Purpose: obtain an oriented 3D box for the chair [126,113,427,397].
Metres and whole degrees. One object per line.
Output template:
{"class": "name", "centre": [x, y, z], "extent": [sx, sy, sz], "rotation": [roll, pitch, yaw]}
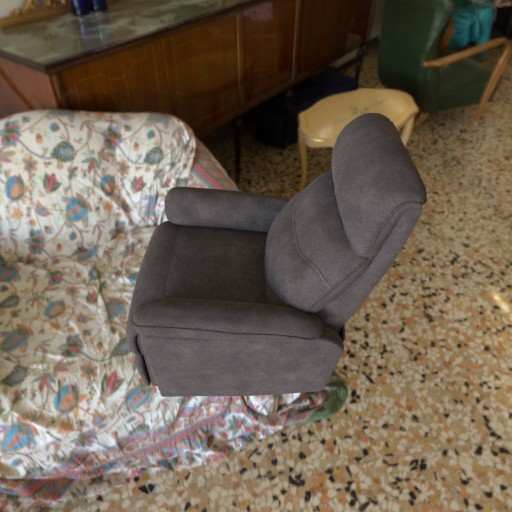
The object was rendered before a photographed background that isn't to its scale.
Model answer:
{"class": "chair", "centre": [0.000, 0.000, 1.794], "extent": [1.009, 1.035, 0.830], "rotation": [0, 42, 0]}
